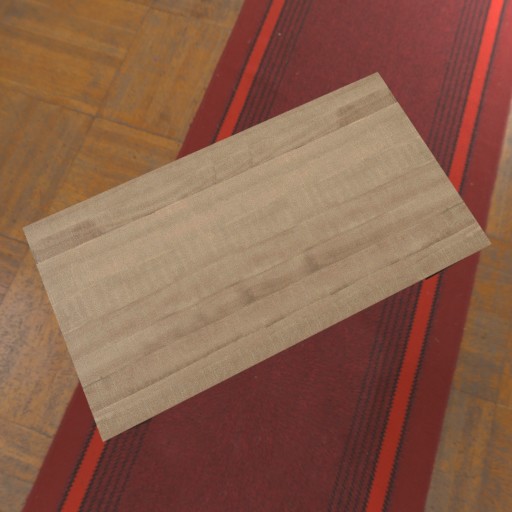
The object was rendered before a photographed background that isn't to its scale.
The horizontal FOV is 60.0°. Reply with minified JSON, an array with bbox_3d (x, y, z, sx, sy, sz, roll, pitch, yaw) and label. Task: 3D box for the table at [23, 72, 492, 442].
[{"bbox_3d":[0.000,0.000,1.328,1.062,0.393,0.574,-26,76,-7],"label":"table"}]
